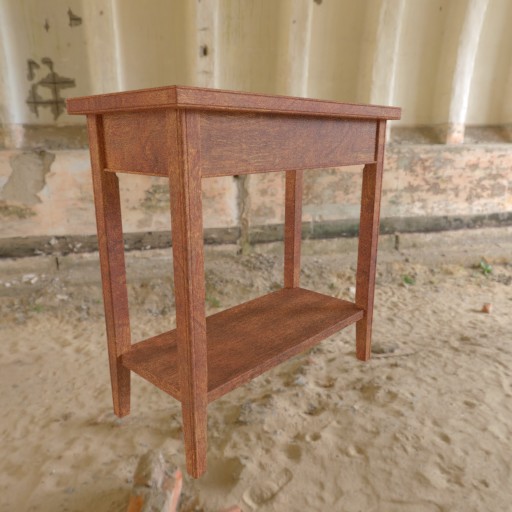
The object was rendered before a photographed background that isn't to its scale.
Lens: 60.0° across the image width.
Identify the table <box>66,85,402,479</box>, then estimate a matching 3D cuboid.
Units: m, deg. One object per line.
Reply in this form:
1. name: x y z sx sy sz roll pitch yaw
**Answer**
1. table: 0.000 0.000 0.935 0.305 0.610 0.610 14 20 41
